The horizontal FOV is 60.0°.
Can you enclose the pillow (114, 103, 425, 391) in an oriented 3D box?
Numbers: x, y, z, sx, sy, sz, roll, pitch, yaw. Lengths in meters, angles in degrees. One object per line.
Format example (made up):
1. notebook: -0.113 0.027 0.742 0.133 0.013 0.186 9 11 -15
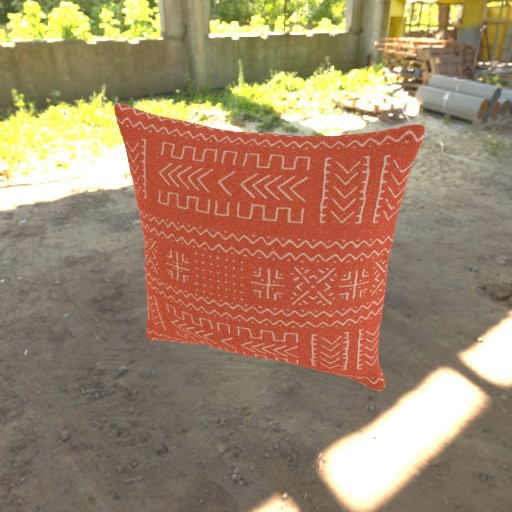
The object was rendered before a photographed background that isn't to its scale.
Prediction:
1. pillow: 0.000 0.000 0.682 0.438 0.429 0.164 9 29 17
